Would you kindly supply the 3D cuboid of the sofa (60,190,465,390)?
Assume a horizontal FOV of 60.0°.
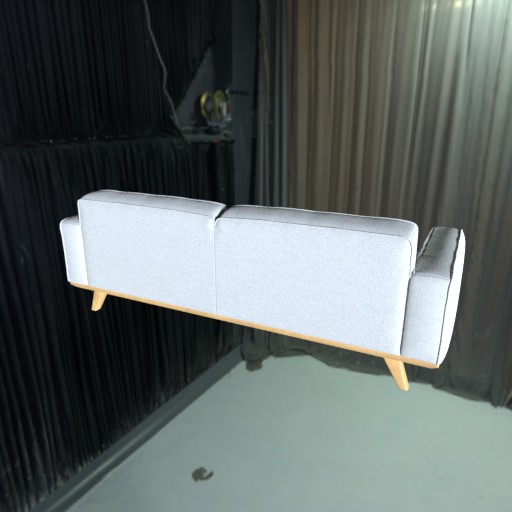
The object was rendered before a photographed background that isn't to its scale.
[{"bbox_3d":[0.000,0.000,2.690,2.270,0.781,0.956,9,20,25],"label":"sofa"}]
